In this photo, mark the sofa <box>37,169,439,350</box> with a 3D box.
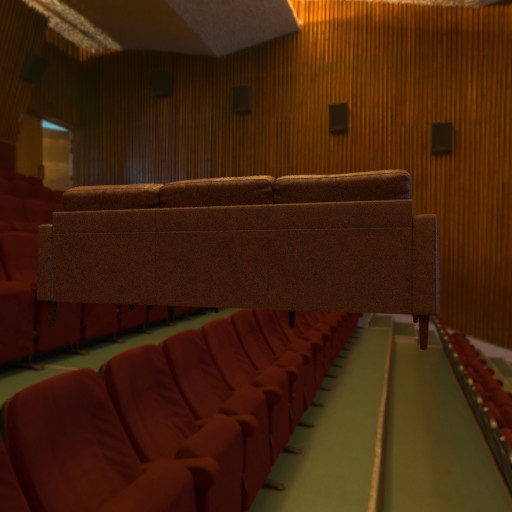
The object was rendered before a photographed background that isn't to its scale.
[{"bbox_3d":[0.000,0.000,3.000,2.185,0.841,1.613,0,0,17],"label":"sofa"}]
